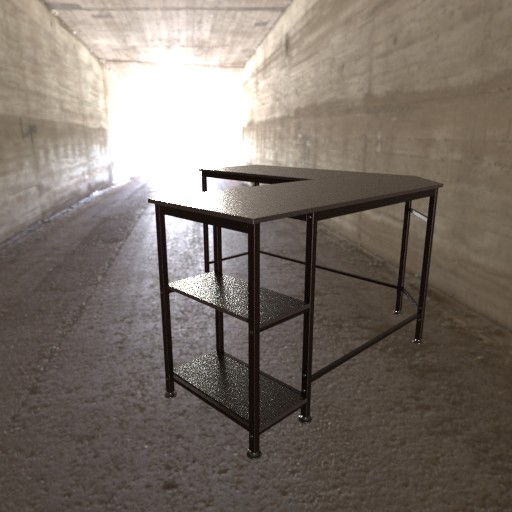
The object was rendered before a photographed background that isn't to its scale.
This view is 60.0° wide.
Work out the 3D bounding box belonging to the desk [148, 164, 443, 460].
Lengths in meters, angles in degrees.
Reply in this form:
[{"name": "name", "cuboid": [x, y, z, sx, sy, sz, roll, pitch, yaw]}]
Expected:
[{"name": "desk", "cuboid": [0.000, 0.000, 2.159, 1.379, 0.739, 1.379, -15, 21, -43]}]
